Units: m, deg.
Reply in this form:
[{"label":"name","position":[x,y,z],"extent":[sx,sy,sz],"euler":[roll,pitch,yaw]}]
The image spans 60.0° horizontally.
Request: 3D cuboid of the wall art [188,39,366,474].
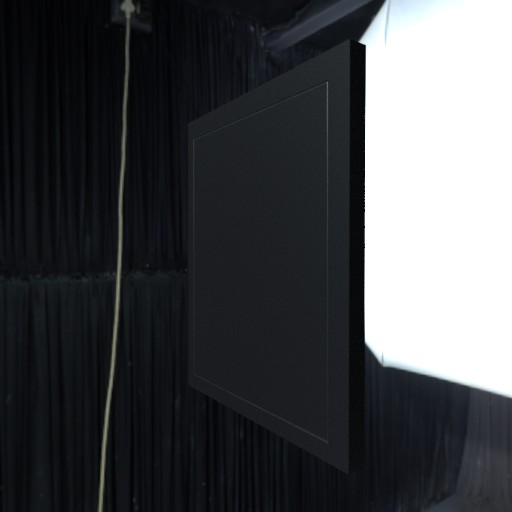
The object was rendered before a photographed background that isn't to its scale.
[{"label":"wall art","position":[0.000,0.000,0.765],"extent":[0.031,0.558,0.461],"euler":[-1,1,-35]}]
